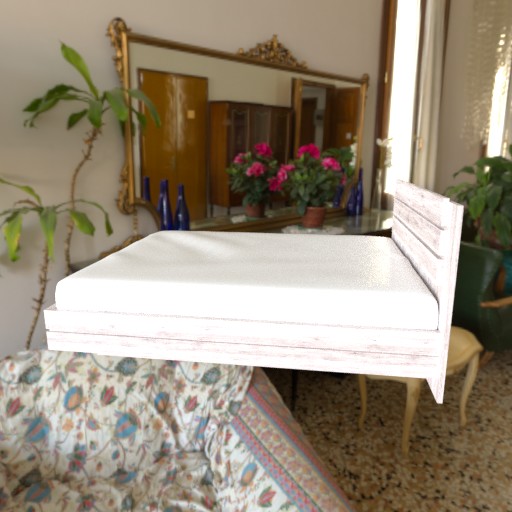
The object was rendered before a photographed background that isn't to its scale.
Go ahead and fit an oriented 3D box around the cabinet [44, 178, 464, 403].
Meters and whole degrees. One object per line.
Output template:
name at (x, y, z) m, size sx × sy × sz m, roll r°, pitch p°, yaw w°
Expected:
cabinet at (0.000, 0.000, 3.013) m, size 2.080 × 0.970 × 1.750 m, roll 2°, pitch 14°, yaw 8°
